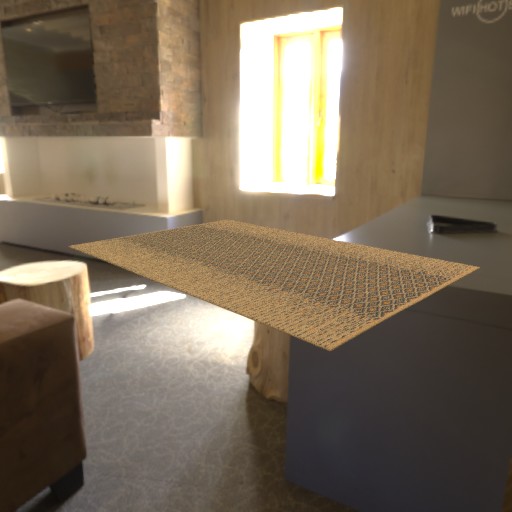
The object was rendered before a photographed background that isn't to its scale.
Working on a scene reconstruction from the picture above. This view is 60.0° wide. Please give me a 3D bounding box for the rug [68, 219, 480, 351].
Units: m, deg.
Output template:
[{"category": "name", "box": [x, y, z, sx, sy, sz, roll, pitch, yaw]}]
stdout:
[{"category": "rug", "box": [0.000, 0.000, 2.335, 1.828, 0.005, 1.219, 14, 21, 43]}]
